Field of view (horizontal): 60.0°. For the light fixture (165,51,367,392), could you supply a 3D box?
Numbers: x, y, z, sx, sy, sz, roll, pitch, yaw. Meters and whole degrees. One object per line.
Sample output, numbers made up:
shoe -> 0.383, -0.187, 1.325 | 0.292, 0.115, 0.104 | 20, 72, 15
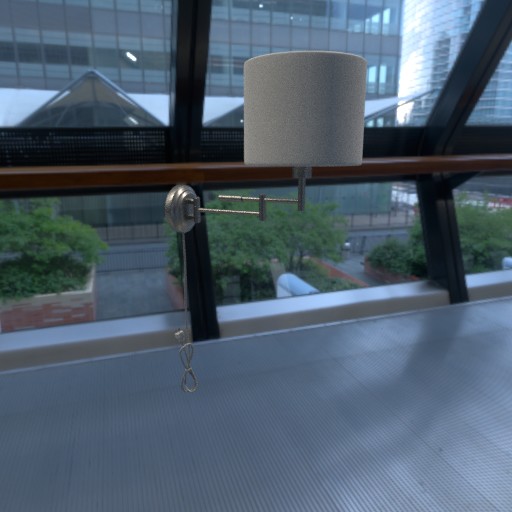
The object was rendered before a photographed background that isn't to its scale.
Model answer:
light fixture -> 0.000, 0.000, 1.065 | 0.479, 0.842, 0.253 | 6, 15, 26
